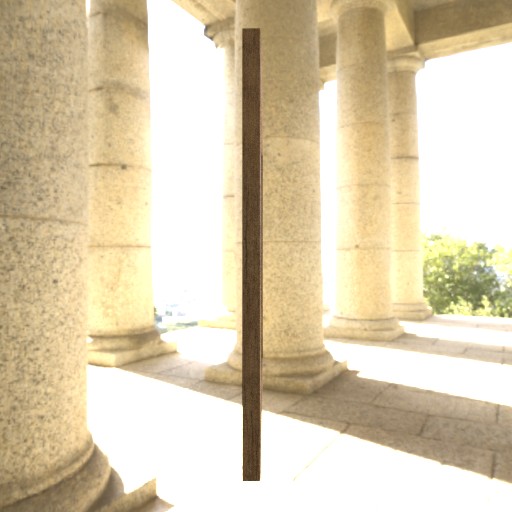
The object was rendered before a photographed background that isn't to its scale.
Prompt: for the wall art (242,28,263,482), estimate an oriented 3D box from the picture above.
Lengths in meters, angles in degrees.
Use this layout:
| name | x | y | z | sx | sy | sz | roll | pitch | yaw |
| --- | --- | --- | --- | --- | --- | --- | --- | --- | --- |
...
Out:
| name | x | y | z | sx | sy | sz | roll | pitch | yaw |
| --- | --- | --- | --- | --- | --- | --- | --- | --- | --- |
| wall art | 0.000 | 0.000 | 1.022 | 0.029 | 0.691 | 0.695 | 0 | -1 | 1 |
